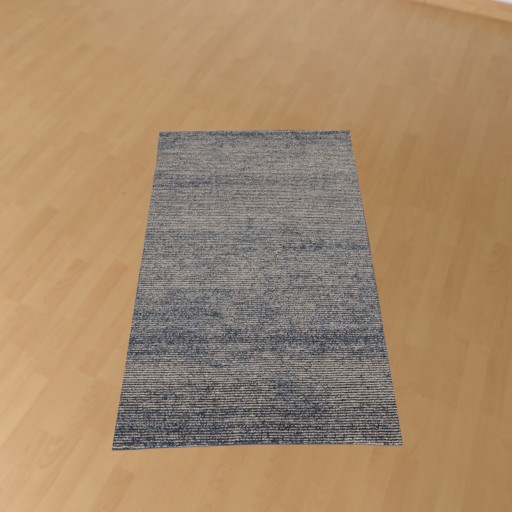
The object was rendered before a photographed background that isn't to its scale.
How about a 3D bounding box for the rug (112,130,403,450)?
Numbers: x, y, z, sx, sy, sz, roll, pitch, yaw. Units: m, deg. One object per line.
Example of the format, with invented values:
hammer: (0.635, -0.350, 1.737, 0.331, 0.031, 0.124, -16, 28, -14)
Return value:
rug: (0.000, 0.000, 2.221, 1.159, 0.025, 1.793, 0, 58, 0)
